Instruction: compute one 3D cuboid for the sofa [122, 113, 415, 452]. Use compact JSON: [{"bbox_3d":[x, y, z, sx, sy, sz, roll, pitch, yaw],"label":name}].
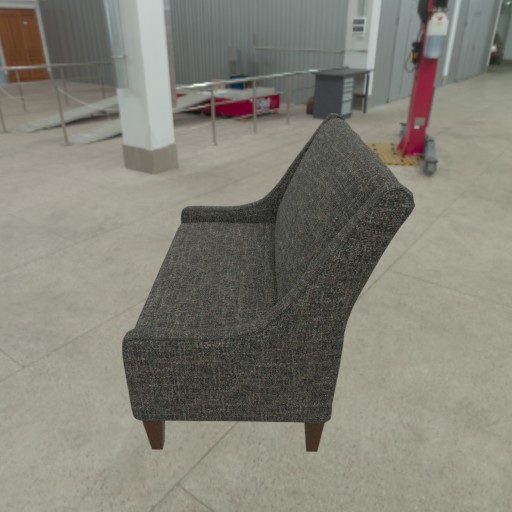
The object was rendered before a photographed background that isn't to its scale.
[{"bbox_3d":[0.000,0.000,1.923,0.870,1.021,1.242,0,27,1],"label":"sofa"}]
